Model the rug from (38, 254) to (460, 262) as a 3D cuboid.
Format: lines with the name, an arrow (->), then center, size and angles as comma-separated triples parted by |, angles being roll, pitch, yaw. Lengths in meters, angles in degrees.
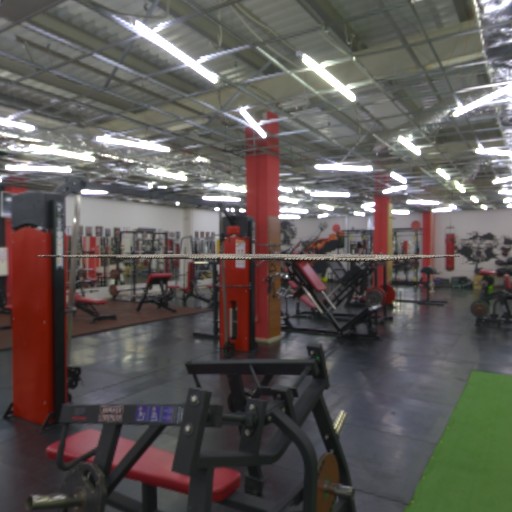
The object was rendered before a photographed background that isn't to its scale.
rug -> 0.000, 0.000, 4.068 | 3.048, 0.016, 2.438 | 0, 1, 34
